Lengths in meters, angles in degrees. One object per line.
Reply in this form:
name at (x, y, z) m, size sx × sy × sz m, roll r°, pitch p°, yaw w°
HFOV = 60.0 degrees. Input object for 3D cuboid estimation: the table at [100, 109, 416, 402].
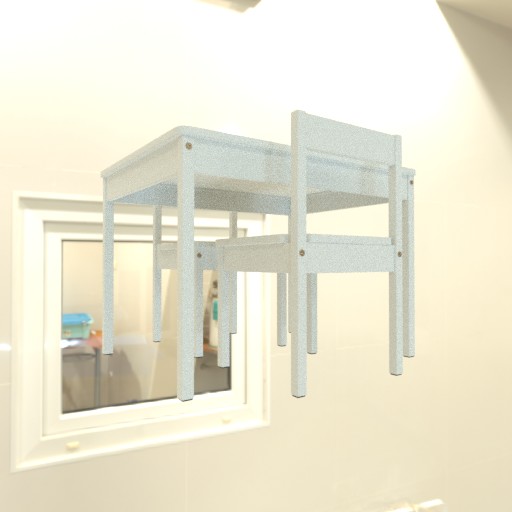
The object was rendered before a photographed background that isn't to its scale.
table at (0.000, 0.000, 1.124) m, size 0.650 × 0.503 × 0.672 m, roll 1°, pitch -1°, yaw -35°
